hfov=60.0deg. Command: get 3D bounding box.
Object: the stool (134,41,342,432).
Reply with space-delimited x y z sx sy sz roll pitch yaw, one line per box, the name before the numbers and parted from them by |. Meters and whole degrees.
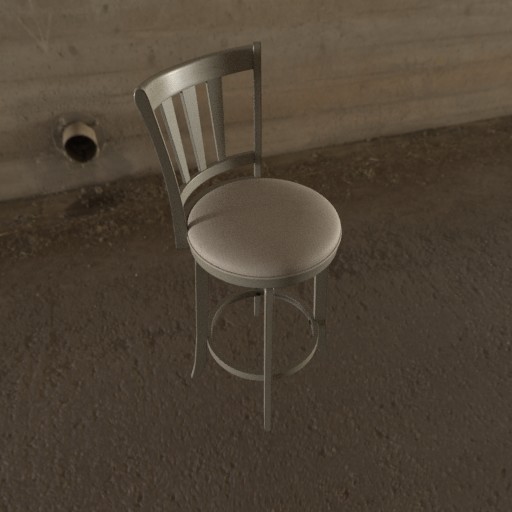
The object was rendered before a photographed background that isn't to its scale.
stool | 0.000 0.000 1.308 0.475 1.042 0.436 26 48 27
